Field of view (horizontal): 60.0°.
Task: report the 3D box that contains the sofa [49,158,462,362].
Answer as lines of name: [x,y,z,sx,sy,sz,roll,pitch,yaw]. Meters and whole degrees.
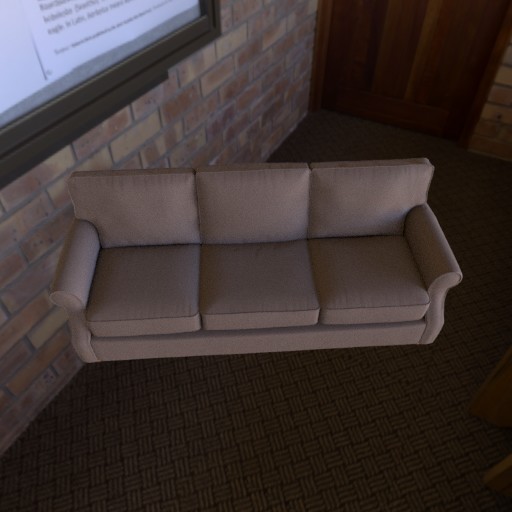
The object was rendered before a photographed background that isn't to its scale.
sofa: [0.000,0.000,2.799,2.353,0.948,0.966,-3,46,-2]
